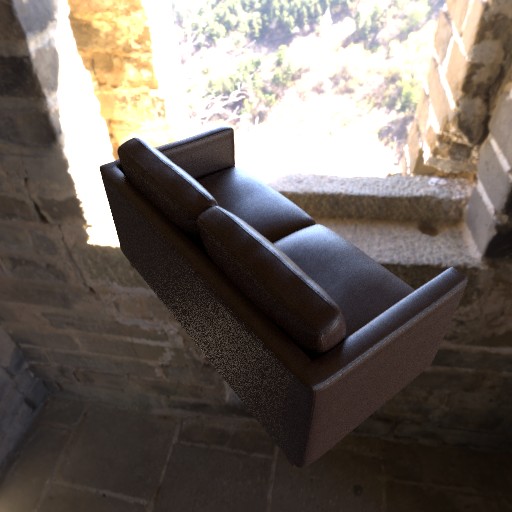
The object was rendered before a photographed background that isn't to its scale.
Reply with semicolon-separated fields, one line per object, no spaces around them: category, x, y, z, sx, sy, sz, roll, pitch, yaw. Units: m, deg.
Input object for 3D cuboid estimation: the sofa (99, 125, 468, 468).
sofa;0.000;0.000;2.441;0.951;0.933;1.883;-27;48;-27
